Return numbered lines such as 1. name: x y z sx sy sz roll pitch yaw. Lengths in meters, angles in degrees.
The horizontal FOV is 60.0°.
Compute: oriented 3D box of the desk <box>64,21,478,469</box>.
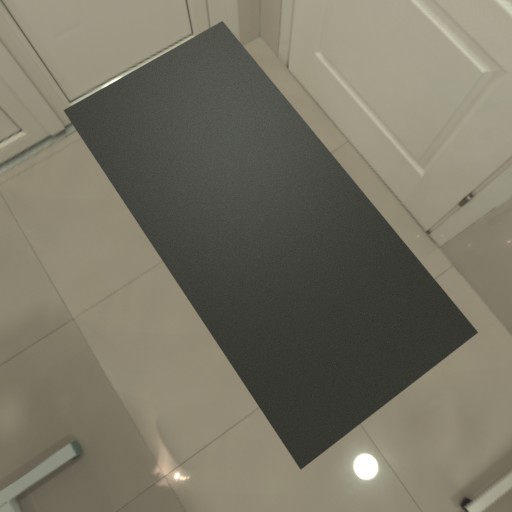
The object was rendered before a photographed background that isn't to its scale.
1. desk: 0.000 0.000 1.467 0.504 0.780 1.057 -34 77 -9
